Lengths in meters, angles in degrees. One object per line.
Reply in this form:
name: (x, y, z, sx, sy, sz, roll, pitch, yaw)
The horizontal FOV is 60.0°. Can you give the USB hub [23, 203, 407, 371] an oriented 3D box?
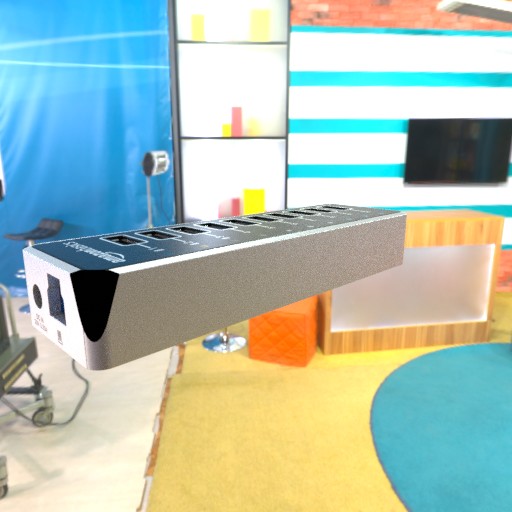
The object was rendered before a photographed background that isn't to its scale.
USB hub: (0.000, 0.000, 0.161, 0.145, 0.023, 0.044, -13, 19, -43)
